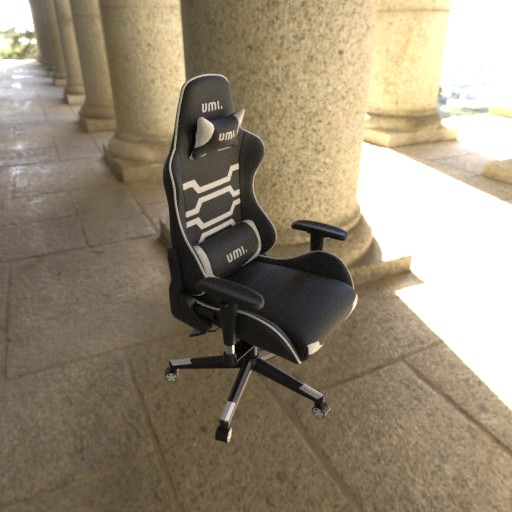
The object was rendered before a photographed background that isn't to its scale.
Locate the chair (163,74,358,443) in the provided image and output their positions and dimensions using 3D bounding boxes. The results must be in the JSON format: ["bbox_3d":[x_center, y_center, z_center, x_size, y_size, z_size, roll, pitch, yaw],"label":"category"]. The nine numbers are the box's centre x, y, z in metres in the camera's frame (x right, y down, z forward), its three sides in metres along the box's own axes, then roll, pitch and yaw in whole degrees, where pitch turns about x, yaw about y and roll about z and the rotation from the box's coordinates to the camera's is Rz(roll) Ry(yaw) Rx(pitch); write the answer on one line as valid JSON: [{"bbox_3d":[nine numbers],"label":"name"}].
[{"bbox_3d":[0.000,0.000,1.654,0.700,1.240,0.700,18,32,31],"label":"chair"}]
